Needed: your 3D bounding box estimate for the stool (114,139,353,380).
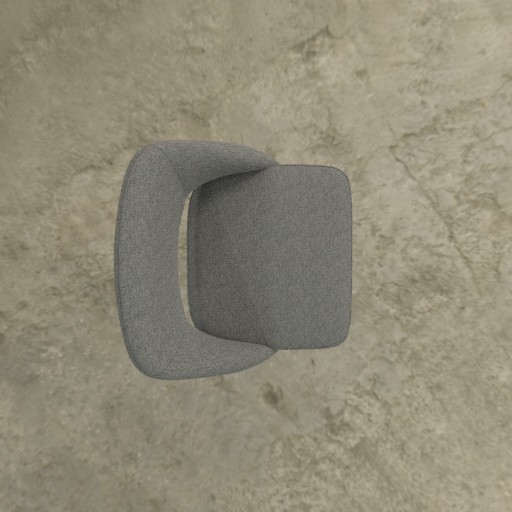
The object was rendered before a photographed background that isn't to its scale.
[{"bbox_3d":[0.000,0.000,1.254,0.524,0.925,0.536,0,91,0],"label":"stool"}]
